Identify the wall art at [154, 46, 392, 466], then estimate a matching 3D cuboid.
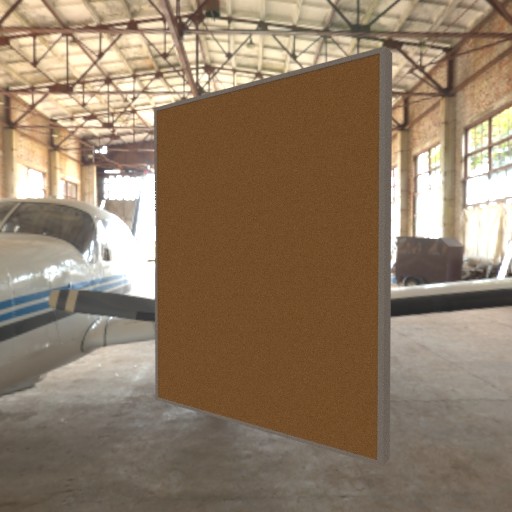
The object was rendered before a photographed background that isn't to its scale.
[{"bbox_3d":[0.000,0.000,1.005,0.611,0.763,0.055,1,2,35],"label":"wall art"}]
